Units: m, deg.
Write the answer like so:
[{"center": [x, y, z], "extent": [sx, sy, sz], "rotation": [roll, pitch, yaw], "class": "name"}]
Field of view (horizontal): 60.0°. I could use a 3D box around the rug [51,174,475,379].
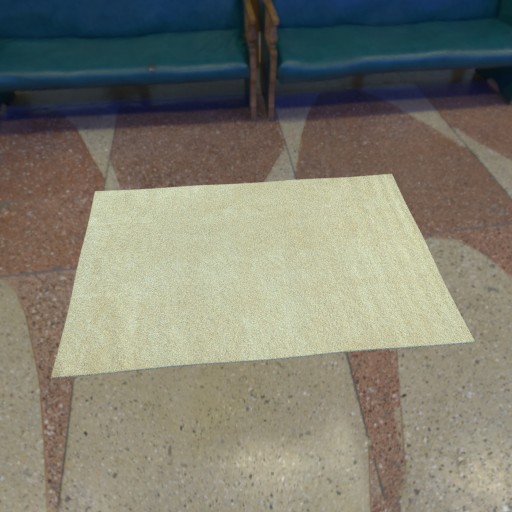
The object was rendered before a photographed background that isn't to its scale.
[{"center": [0.000, 0.000, 3.417], "extent": [2.699, 0.025, 1.800], "rotation": [-4, 48, -4], "class": "rug"}]
